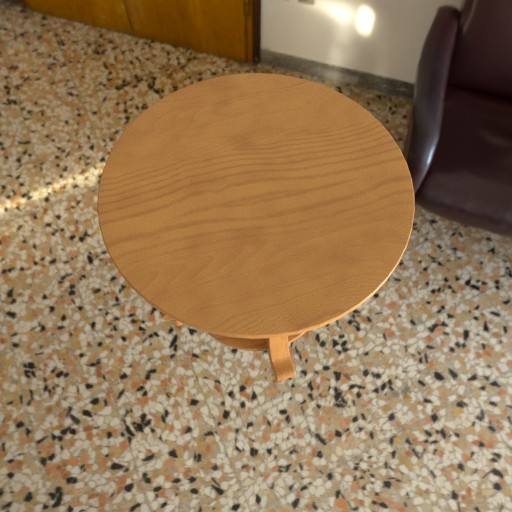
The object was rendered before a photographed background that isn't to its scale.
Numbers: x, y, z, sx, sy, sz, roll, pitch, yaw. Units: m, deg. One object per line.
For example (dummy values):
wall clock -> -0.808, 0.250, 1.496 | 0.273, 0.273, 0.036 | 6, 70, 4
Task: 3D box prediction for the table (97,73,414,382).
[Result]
table -> 0.000, 0.000, 1.115 | 0.597, 0.612, 0.597 | 0, 63, 0
